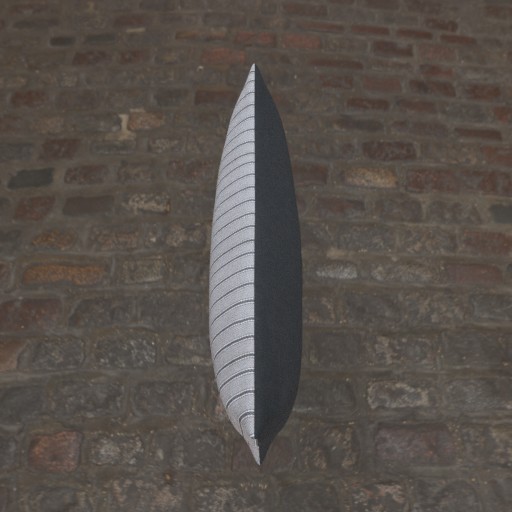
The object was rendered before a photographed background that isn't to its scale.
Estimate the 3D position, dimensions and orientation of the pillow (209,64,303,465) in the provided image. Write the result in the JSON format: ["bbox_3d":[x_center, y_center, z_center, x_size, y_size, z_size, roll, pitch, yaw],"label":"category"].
[{"bbox_3d":[0.000,0.000,0.739,0.151,0.305,0.609,0,60,0],"label":"pillow"}]
